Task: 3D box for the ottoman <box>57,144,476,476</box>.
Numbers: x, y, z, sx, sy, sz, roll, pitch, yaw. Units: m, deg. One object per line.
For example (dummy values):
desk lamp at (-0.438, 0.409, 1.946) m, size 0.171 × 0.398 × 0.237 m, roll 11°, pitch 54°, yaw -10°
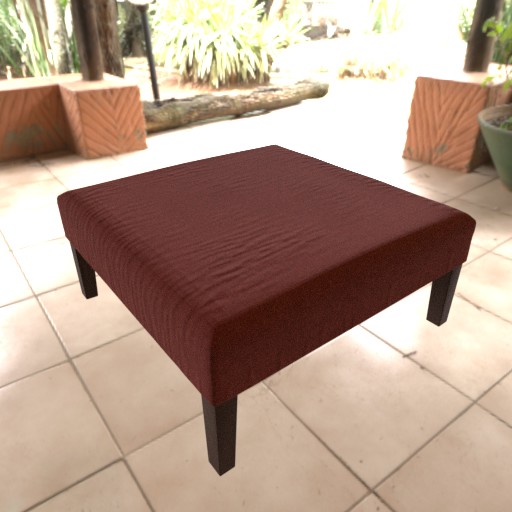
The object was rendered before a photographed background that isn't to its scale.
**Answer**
ottoman at (0.000, 0.000, 1.384) m, size 0.890 × 0.411 × 0.889 m, roll -21°, pitch 36°, yaw -32°
